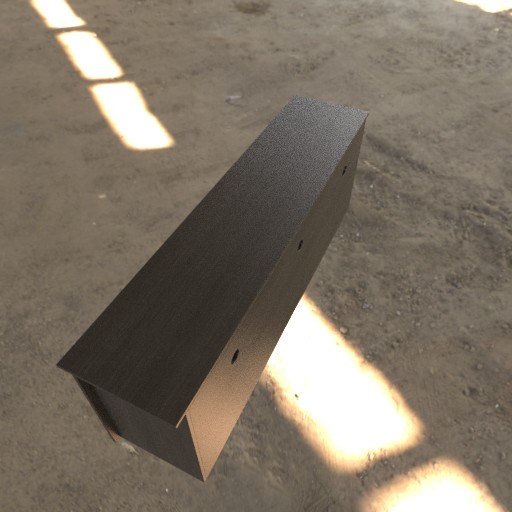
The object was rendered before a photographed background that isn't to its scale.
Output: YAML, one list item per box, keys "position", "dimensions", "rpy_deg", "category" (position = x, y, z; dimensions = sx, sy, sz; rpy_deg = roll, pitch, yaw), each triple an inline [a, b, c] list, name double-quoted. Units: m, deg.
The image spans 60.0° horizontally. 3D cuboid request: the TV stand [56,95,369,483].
- position: [0.000, 0.000, 1.975]
  dimensions: [0.406, 0.610, 1.778]
  rpy_deg: [20, 50, 17]
  category: "TV stand"
